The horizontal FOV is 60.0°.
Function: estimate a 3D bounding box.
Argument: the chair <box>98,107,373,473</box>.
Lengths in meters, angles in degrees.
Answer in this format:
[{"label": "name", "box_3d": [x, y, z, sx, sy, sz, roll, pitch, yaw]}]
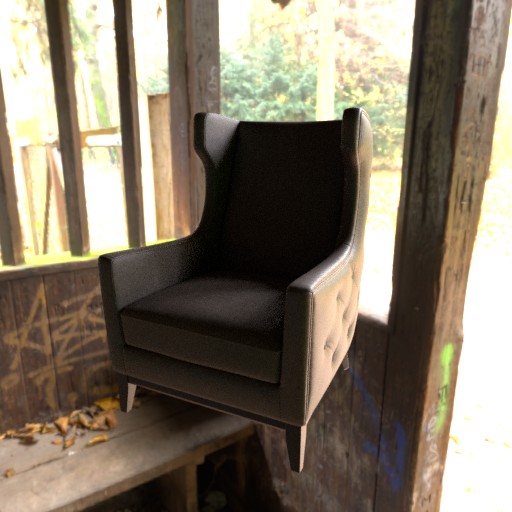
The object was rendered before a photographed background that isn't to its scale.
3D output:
[{"label": "chair", "box_3d": [0.000, 0.000, 1.693, 0.769, 1.079, 0.899, 7, 16, 26]}]
